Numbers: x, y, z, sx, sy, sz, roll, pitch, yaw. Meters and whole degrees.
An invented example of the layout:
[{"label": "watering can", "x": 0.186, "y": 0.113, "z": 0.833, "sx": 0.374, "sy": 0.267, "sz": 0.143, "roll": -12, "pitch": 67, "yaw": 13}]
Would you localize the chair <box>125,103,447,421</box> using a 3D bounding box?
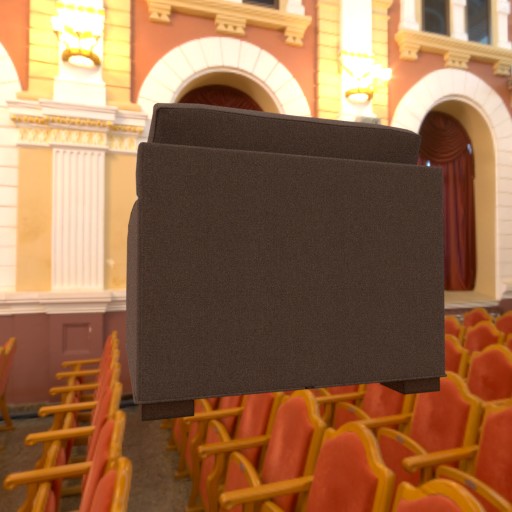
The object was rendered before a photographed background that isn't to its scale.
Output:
[{"label": "chair", "x": 0.000, "y": 0.000, "z": 1.811, "sx": 0.997, "sy": 0.913, "sz": 1.043, "roll": 1, "pitch": -2, "yaw": -18}]
